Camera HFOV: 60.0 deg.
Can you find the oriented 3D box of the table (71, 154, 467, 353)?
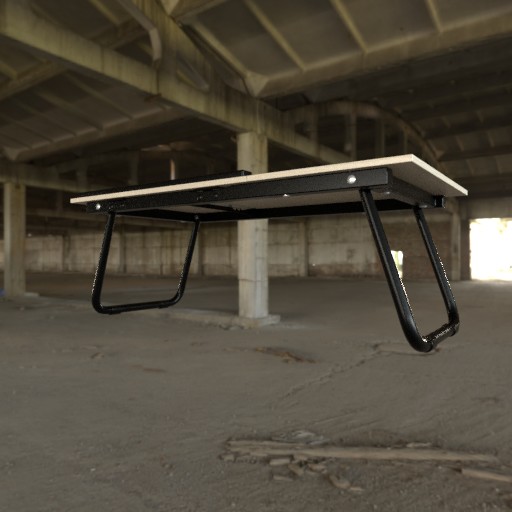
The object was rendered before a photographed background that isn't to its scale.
[{"bbox_3d":[0.000,0.000,0.795,0.644,0.242,0.322,0,0,35],"label":"table"}]
